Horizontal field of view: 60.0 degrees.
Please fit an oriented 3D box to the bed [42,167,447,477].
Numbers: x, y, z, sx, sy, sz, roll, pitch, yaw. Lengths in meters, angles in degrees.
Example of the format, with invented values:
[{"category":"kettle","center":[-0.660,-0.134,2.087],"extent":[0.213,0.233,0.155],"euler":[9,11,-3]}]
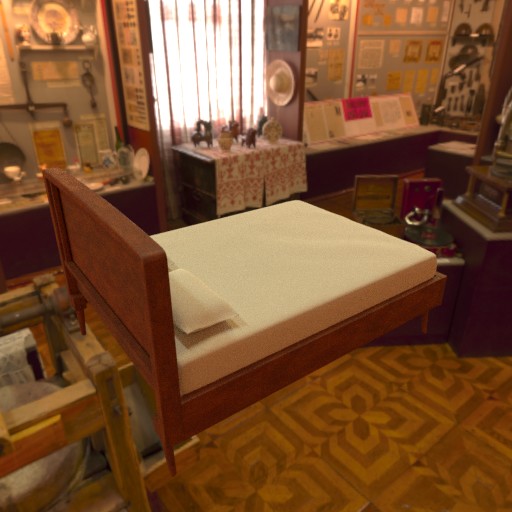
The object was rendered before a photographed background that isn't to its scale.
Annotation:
[{"category":"bed","center":[0.000,0.000,3.067],"extent":[2.196,1.275,1.587],"euler":[-18,31,-32]}]
